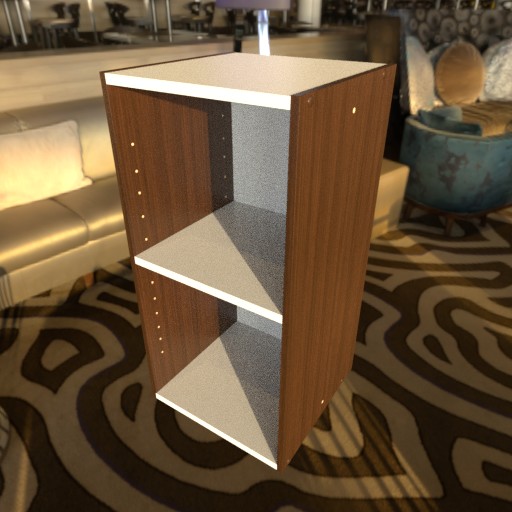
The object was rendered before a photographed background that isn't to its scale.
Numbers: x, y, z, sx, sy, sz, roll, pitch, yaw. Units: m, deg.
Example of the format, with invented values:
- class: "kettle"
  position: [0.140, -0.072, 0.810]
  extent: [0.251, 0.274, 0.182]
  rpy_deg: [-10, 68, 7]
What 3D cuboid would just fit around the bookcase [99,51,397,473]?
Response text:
- class: "bookcase"
  position: [0.000, 0.000, 0.761]
  extent: [0.300, 0.600, 0.290]
  rpy_deg: [19, 35, 29]
